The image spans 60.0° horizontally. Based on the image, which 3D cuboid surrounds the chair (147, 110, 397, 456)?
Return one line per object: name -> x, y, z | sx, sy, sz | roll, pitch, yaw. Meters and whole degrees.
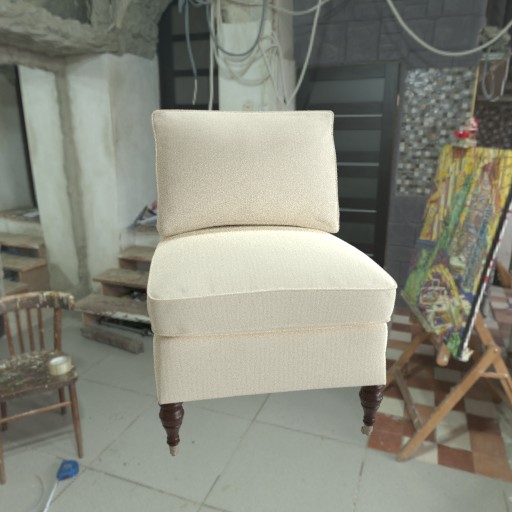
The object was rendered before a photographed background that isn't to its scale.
chair -> 0.000, 0.000, 1.388 | 0.630, 0.887, 0.781 | -2, 16, -8
